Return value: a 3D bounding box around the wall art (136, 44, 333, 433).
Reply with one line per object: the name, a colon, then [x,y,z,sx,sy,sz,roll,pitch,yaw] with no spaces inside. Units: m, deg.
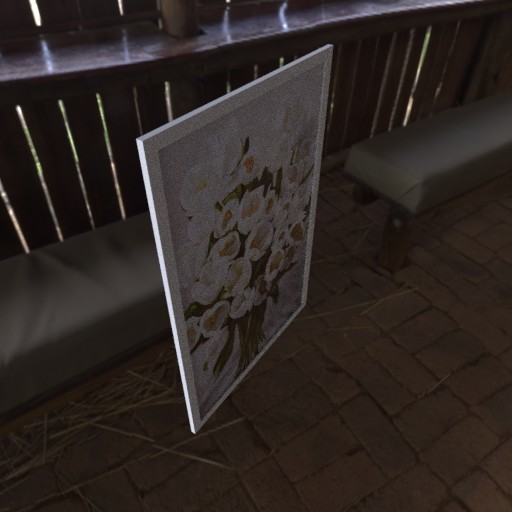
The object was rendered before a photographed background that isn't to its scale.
wall art: [0.000,0.000,1.247,0.015,0.965,0.660,25,47,26]
